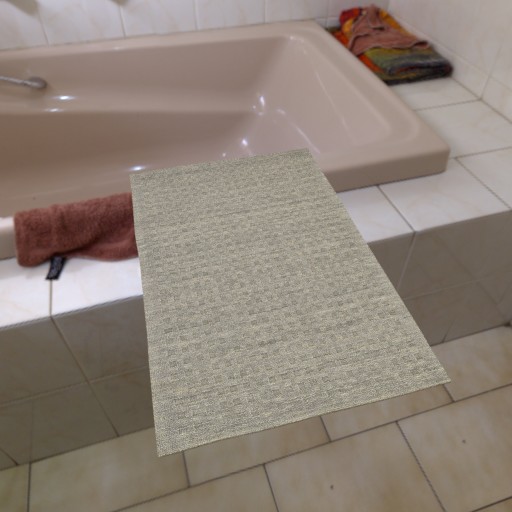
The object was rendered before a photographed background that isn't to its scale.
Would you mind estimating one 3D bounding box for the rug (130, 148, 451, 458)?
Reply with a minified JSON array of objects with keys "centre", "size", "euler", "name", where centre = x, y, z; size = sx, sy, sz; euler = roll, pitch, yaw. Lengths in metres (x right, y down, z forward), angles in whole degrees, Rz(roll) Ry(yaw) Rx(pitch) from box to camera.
[{"centre":[0.000,0.000,2.960],"size":[1.532,0.018,2.297],"euler":[-11,47,-10],"name":"rug"}]
